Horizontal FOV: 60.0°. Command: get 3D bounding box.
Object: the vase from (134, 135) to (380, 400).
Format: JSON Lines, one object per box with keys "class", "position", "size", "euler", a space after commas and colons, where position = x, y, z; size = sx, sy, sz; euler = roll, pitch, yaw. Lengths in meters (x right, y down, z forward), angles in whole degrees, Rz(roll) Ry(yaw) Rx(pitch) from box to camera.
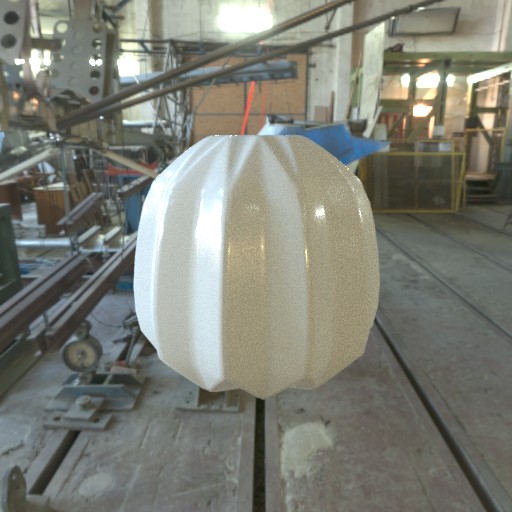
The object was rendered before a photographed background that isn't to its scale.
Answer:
{"class": "vase", "position": [0.000, 0.000, 0.255], "size": [0.139, 0.134, 0.139], "euler": [0, 15, 0]}
